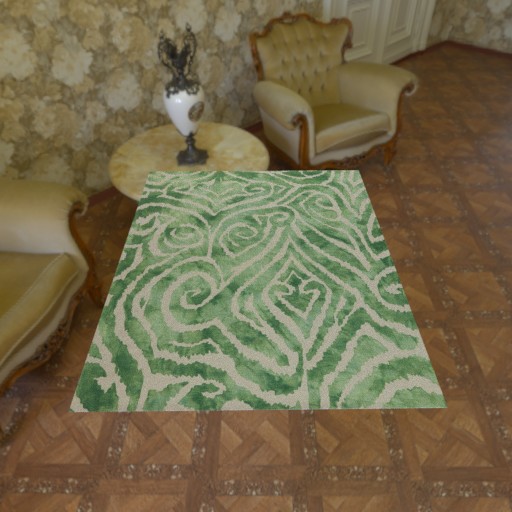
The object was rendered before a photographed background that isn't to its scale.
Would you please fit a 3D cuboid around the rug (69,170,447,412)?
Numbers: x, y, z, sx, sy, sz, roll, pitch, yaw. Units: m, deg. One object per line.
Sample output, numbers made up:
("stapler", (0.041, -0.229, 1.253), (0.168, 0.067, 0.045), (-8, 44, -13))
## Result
("rug", (0.000, 0.000, 4.008), (2.436, 0.007, 3.045), (0, 40, -1))
